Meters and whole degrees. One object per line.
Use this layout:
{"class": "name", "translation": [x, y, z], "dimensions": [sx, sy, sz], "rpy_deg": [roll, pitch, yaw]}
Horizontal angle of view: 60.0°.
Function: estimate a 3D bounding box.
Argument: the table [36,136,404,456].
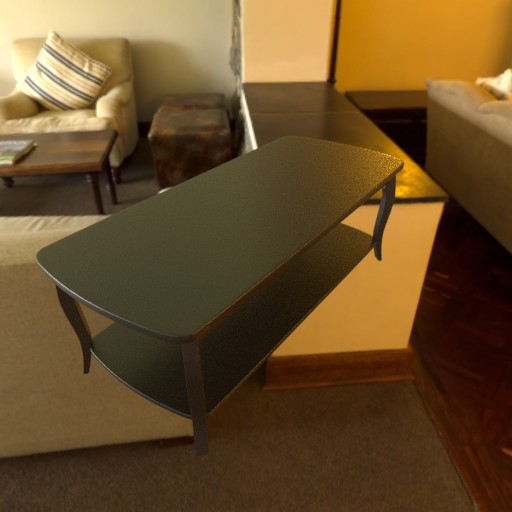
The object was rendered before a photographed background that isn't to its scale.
{"class": "table", "translation": [0.000, 0.000, 1.586], "dimensions": [0.571, 0.457, 1.333], "rpy_deg": [21, 38, 30]}
